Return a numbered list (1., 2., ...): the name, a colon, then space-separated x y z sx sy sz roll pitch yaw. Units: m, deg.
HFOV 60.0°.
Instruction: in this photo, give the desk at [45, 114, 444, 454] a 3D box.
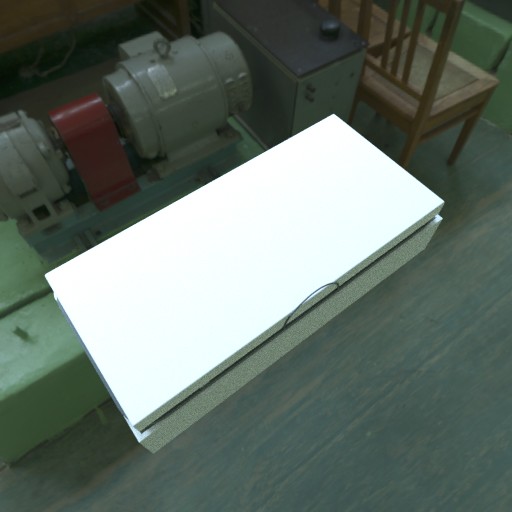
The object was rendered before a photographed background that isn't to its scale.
1. desk: 0.000 0.000 2.356 1.900 0.526 0.900 -33 64 -19
